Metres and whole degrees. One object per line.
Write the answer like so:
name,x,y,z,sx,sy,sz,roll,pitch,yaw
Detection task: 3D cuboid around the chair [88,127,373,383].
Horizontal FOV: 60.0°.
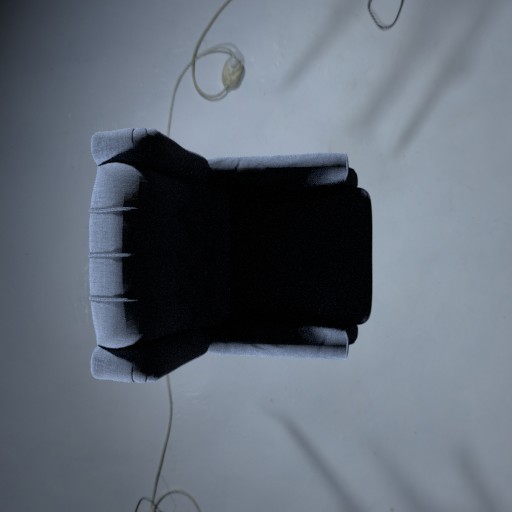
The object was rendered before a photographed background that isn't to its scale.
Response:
chair,0.000,0.000,1.633,0.898,1.035,0.742,0,90,0
